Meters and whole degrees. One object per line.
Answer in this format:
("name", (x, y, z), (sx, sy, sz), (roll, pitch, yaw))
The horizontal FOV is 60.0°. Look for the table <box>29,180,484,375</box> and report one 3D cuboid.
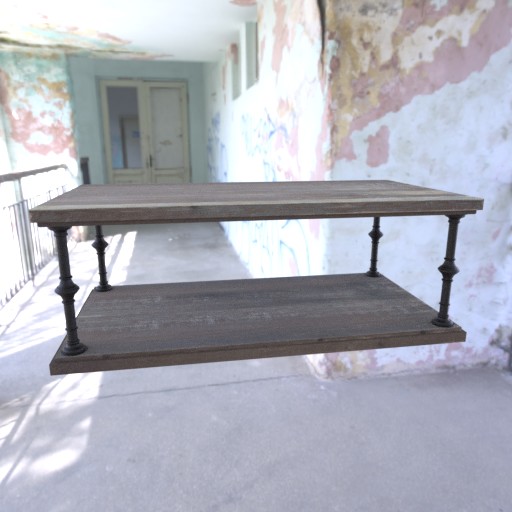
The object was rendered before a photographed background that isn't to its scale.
("table", (0.000, 0.000, 1.358), (1.088, 0.399, 0.554), (-2, 15, -9))
